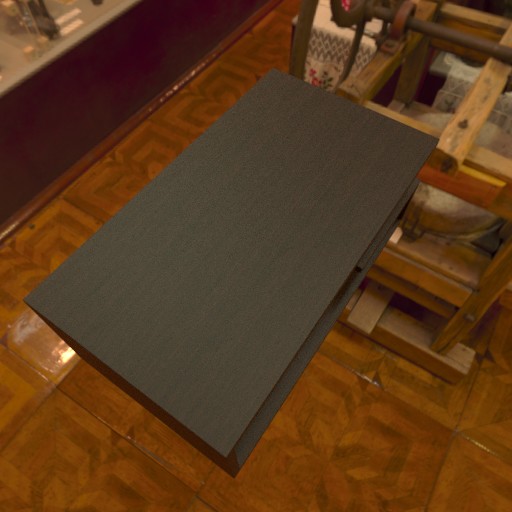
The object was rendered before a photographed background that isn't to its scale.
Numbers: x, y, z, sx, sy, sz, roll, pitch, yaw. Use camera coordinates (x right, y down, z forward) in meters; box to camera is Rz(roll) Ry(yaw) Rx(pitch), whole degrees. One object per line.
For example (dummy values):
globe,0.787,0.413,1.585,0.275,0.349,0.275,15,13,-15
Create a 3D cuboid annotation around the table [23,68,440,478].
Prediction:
table,0.000,0.000,1.361,0.590,0.460,1.050,31,63,18
